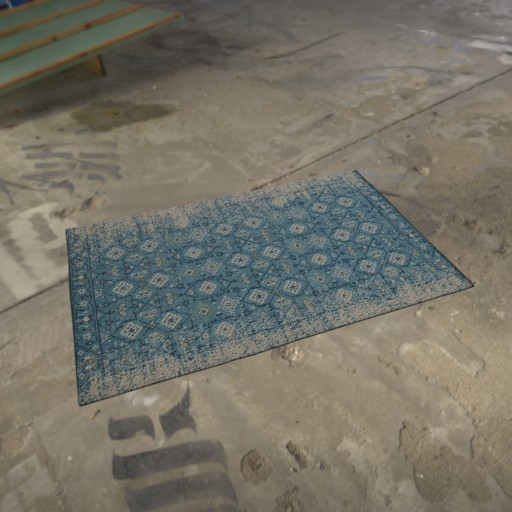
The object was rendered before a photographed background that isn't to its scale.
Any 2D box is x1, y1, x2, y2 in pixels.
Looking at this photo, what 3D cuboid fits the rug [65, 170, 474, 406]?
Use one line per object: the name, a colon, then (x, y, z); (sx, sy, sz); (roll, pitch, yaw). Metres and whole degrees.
rug: (0.000, 0.000, 3.055); (2.449, 0.015, 1.530); (-14, 43, -15)
